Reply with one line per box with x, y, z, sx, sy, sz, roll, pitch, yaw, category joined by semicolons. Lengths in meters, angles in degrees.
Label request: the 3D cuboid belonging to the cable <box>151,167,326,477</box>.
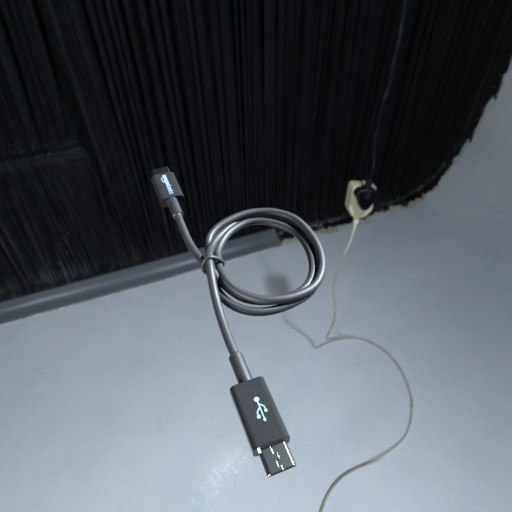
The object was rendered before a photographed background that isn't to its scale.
0.000;0.000;0.217;0.070;0.014;0.192;-15;47;-15;cable
